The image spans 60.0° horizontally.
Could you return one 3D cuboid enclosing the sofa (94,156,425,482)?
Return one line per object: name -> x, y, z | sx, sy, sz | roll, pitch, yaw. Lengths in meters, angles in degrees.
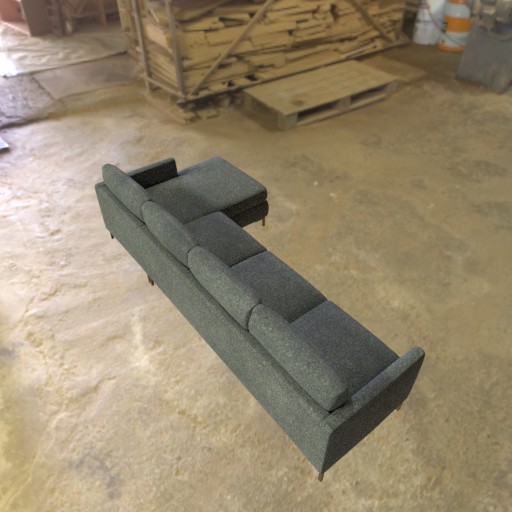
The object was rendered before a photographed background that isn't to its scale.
sofa -> 0.000, 0.000, 3.451 | 1.350, 0.810, 2.932 | -28, 48, -28
